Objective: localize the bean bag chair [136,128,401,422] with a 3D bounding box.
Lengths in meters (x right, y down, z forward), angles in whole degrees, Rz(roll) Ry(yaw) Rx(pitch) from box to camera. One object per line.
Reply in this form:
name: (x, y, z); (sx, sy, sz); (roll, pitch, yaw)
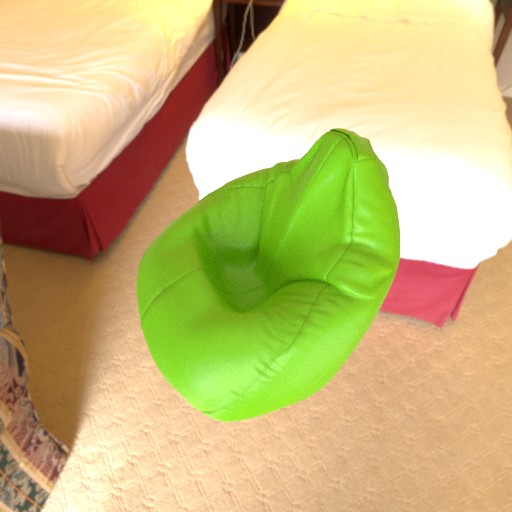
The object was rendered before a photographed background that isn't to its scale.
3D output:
bean bag chair: (0.000, 0.000, 1.884); (1.070, 0.990, 1.070); (-16, 49, -15)
